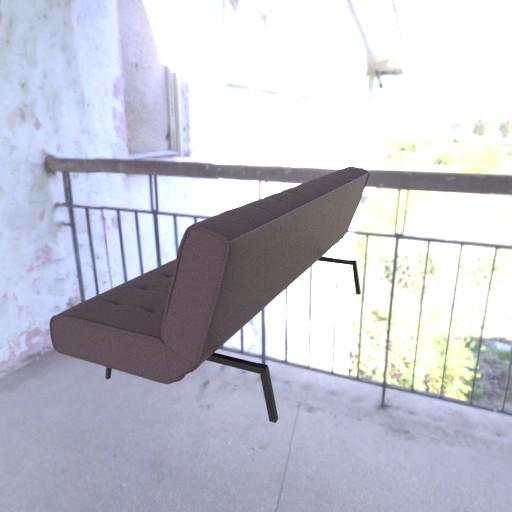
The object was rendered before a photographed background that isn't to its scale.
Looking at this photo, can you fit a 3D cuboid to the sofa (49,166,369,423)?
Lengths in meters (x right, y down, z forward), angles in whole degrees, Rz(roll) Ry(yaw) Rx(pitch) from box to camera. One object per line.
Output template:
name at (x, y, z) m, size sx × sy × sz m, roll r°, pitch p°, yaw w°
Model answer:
sofa at (0.000, 0.000, 2.062) m, size 0.747 × 0.699 × 1.703 m, roll 8°, pitch 19°, yaw 24°
